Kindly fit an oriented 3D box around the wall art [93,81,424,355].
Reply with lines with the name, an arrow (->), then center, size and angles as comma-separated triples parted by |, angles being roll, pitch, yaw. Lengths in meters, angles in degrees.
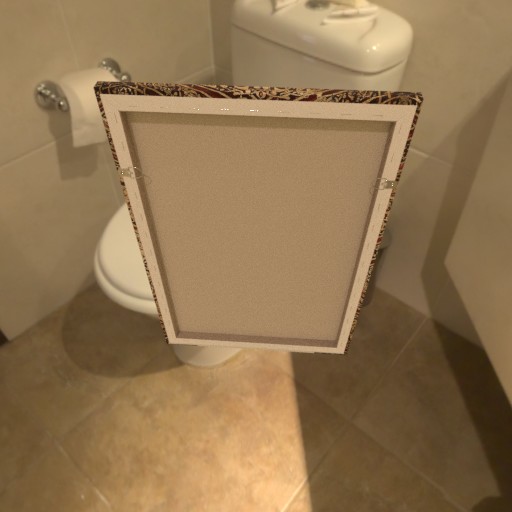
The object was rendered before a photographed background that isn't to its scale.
wall art -> 0.000, 0.000, 0.759 | 0.397, 0.599, 0.020 | 3, 48, 3
